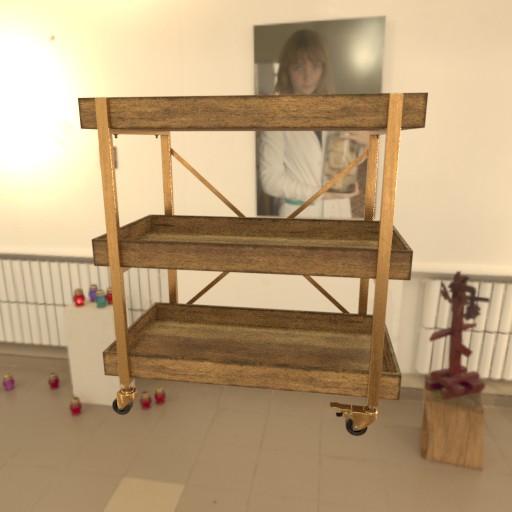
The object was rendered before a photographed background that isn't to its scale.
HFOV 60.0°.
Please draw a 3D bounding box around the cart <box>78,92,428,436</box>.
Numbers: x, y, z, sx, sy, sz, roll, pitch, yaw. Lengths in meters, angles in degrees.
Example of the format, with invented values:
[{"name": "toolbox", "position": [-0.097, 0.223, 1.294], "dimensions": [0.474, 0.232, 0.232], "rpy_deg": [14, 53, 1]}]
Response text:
[{"name": "cart", "position": [0.000, 0.000, 1.214], "dimensions": [0.750, 0.799, 0.416], "rpy_deg": [2, 15, 9]}]
